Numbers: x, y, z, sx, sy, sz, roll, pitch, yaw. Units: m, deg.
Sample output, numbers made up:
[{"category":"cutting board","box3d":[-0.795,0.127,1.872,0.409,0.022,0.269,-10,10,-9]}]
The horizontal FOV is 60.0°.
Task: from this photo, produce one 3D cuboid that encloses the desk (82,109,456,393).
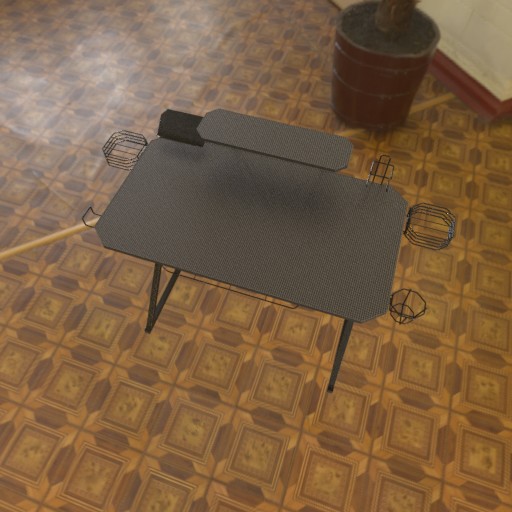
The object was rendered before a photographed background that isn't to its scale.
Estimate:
[{"category":"desk","box3d":[0.000,0.000,1.739,1.290,0.880,0.580,16,59,10]}]
